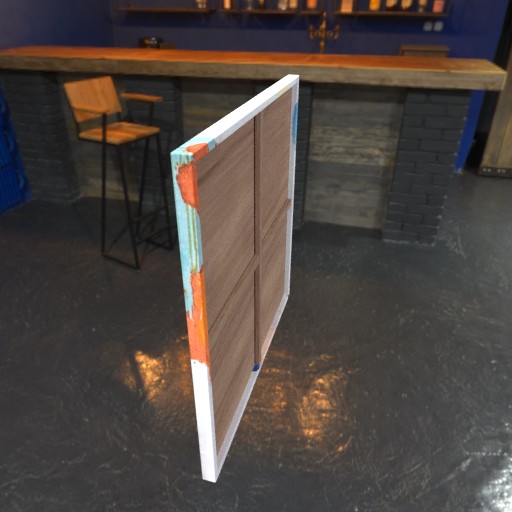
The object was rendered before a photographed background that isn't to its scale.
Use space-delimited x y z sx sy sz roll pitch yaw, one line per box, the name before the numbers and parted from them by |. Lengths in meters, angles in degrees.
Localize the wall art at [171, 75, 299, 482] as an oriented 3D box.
wall art | 0.000 0.000 1.512 0.044 1.017 1.017 8 31 14
